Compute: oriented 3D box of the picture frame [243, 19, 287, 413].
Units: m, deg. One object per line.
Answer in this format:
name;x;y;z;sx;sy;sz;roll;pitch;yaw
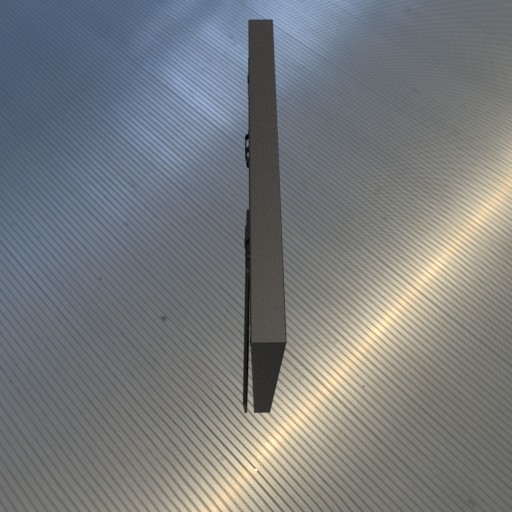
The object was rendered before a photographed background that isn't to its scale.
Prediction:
picture frame;0.000;0.000;0.520;0.036;0.383;0.307;-1;64;0
